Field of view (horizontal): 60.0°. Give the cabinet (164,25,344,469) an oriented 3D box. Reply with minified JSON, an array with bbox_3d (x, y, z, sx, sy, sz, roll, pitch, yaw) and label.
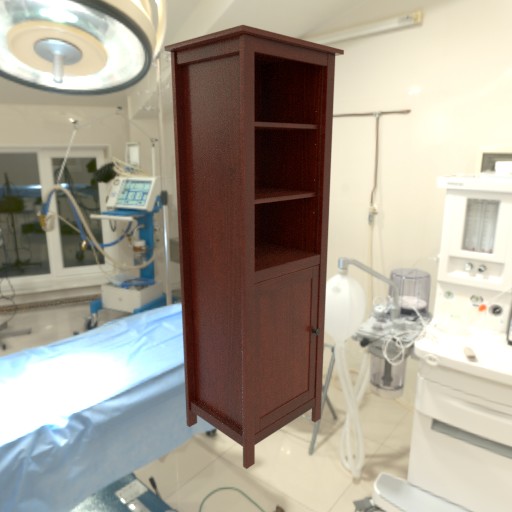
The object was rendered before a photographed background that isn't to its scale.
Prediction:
[{"bbox_3d":[0.000,0.000,1.755,0.500,1.518,0.401,-13,19,-43],"label":"cabinet"}]
